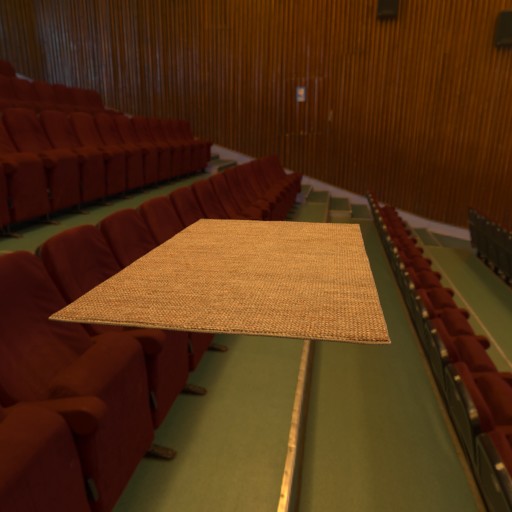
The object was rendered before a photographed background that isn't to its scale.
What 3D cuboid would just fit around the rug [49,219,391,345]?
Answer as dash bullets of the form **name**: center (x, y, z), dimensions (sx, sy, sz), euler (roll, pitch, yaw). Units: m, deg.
- **rug**: center (0.000, 0.000, 3.063), dimensions (1.521, 0.034, 2.438), euler (3, 16, 9)
